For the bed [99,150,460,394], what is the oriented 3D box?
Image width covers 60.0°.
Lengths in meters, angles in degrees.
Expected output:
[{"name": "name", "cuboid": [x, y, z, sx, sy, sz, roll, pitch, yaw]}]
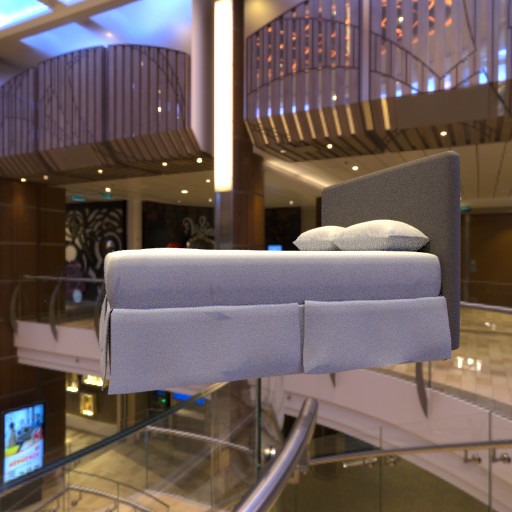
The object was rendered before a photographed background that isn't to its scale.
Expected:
[{"name": "bed", "cuboid": [0.000, 0.000, 3.202, 2.142, 1.330, 1.748, 0, 0, -19]}]
